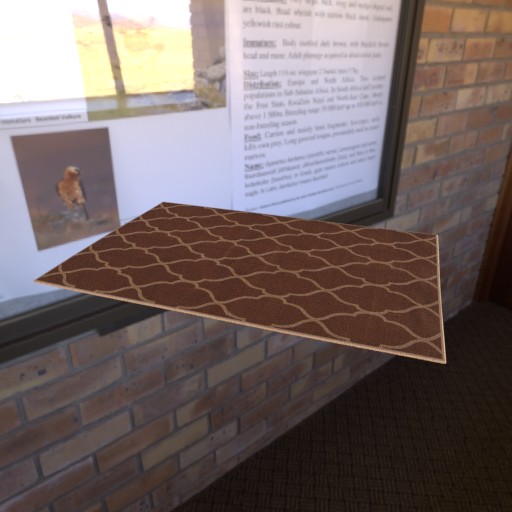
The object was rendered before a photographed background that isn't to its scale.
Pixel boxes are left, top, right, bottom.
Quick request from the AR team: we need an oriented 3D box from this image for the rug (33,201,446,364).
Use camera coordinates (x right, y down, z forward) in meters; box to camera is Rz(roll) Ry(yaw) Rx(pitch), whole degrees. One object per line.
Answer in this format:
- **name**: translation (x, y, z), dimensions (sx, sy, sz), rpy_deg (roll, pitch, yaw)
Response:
- **rug**: translation (0.000, 0.000, 2.930), dimensions (2.290, 0.014, 1.526), rpy_deg (9, 27, 17)
